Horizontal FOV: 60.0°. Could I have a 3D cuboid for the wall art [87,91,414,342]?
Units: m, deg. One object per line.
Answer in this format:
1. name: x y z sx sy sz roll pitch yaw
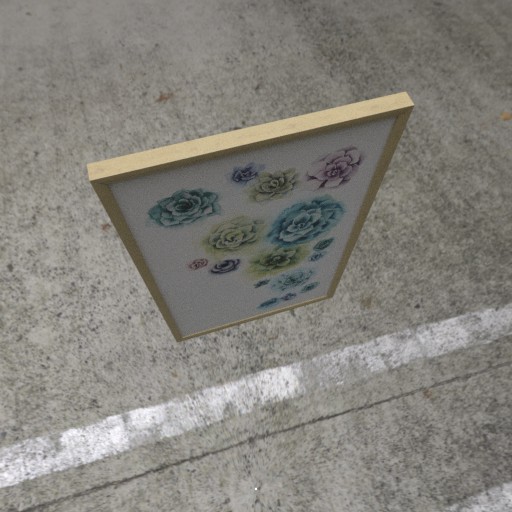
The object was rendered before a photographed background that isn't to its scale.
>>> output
1. wall art: 0.000 0.000 1.029 0.510 0.810 0.039 -15 63 -8
